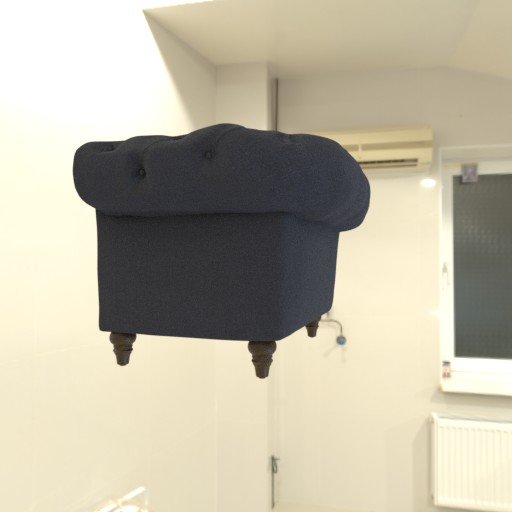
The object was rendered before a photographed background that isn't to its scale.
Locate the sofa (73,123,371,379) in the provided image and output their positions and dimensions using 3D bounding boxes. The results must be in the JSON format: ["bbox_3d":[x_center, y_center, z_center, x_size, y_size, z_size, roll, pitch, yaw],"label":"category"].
[{"bbox_3d":[0.000,0.000,2.058,1.032,0.878,1.405,0,-1,19],"label":"sofa"}]
